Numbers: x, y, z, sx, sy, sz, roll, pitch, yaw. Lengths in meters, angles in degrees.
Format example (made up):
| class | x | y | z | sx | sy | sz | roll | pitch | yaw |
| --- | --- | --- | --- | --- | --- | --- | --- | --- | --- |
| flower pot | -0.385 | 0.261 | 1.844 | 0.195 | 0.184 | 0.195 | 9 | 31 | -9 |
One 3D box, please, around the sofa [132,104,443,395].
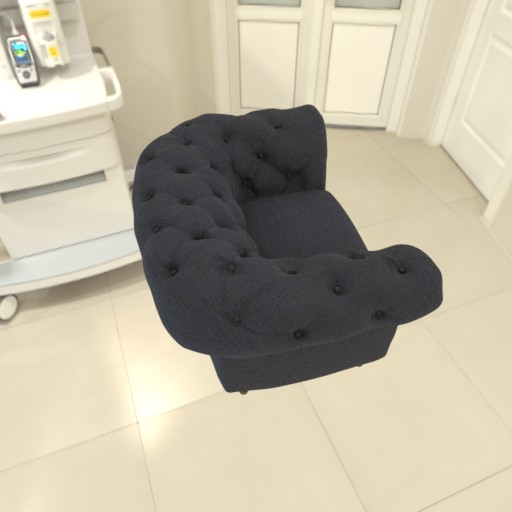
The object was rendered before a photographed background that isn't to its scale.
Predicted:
| class | x | y | z | sx | sy | sz | roll | pitch | yaw |
| --- | --- | --- | --- | --- | --- | --- | --- | --- | --- |
| sofa | 0.000 | 0.000 | 2.108 | 1.032 | 0.878 | 1.405 | -11 | 46 | -10 |
